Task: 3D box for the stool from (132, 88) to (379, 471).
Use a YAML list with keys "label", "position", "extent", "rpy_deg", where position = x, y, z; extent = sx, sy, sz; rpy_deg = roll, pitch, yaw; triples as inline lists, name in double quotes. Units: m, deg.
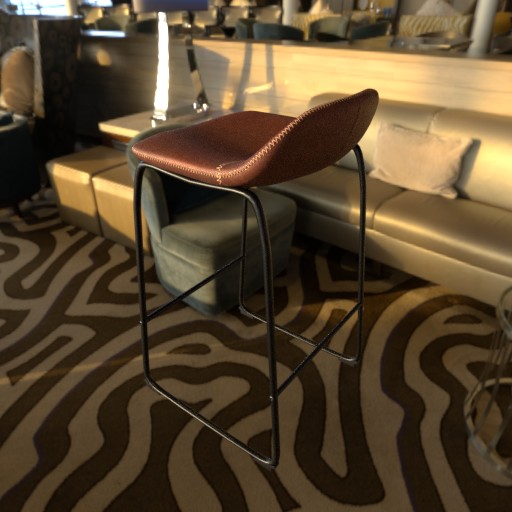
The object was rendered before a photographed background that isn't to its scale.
- label: "stool"
  position: [0.000, 0.000, 1.117]
  extent: [0.473, 0.830, 0.454]
  rpy_deg: [21, 36, 31]
